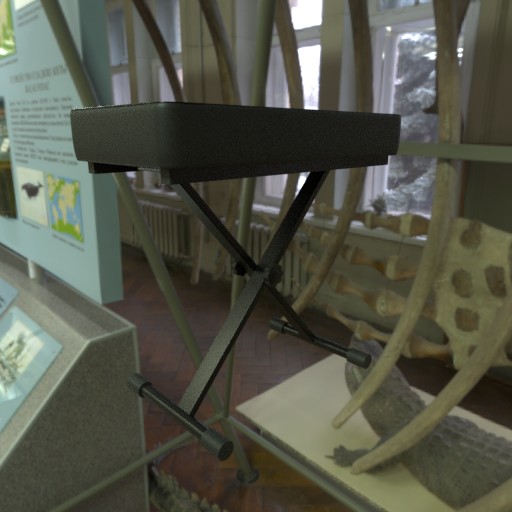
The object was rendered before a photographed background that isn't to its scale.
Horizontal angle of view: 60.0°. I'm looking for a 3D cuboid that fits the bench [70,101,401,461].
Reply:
[{"bbox_3d":[0.000,0.000,0.910,0.600,0.561,0.300,-15,21,-42],"label":"bench"}]
